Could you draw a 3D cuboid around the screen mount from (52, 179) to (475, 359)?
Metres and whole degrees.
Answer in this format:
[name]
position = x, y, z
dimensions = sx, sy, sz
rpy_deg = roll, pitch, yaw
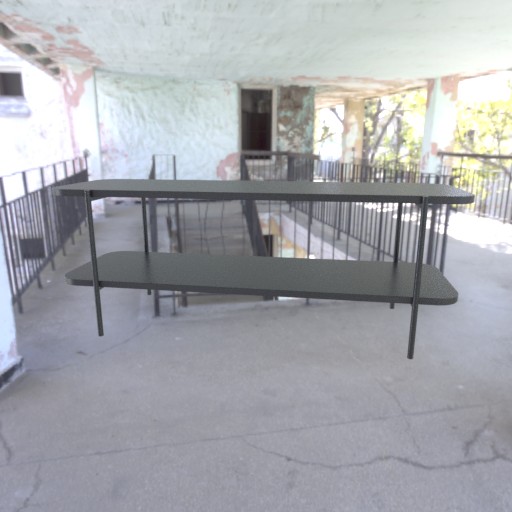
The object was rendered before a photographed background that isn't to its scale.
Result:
[screen mount]
position = 0.000, 0.000, 1.427
dimensions = 1.200, 0.447, 0.400
rpy_deg = 2, 15, 9
